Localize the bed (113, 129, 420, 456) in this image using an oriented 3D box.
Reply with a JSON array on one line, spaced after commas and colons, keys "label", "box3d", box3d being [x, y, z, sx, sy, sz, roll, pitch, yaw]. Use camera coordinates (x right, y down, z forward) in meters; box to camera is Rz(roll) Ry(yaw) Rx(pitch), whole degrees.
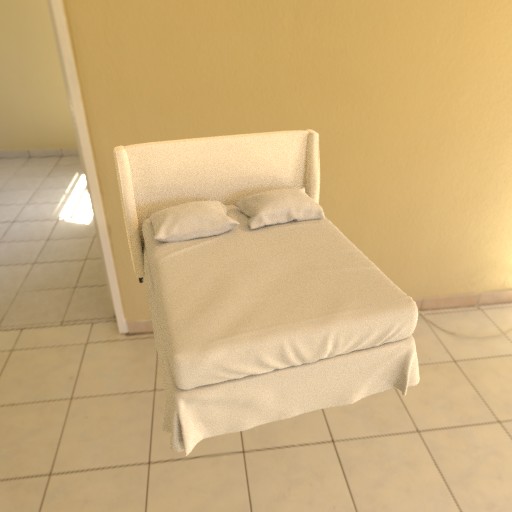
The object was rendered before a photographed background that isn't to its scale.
[{"label": "bed", "box3d": [0.000, 0.000, 3.531, 1.925, 1.332, 2.276, -9, 32, -15]}]
